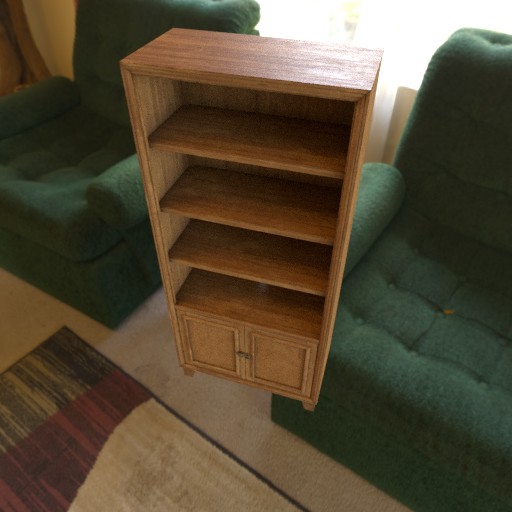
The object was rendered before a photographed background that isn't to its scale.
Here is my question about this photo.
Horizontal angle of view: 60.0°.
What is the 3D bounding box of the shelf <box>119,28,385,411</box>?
[{"bbox_3d":[0.000,0.000,2.231,0.864,1.930,0.453,12,43,13],"label":"shelf"}]
